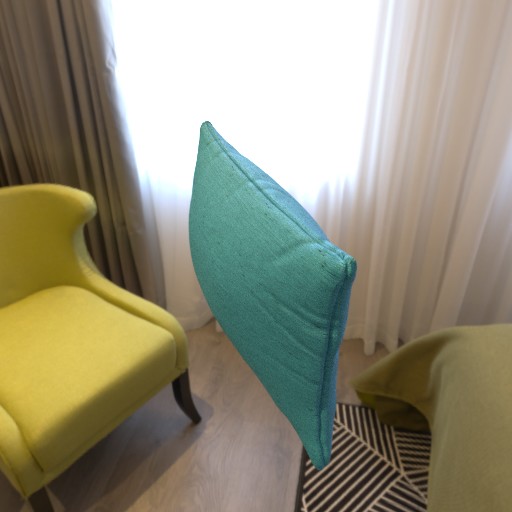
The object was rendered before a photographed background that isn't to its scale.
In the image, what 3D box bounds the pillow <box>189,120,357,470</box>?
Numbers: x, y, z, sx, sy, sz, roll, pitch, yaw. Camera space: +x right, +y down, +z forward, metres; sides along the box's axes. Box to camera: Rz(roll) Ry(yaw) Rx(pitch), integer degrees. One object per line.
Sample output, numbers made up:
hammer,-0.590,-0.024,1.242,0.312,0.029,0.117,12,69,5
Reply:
pillow,0.000,0.000,0.790,0.210,0.338,0.633,-10,32,-17
